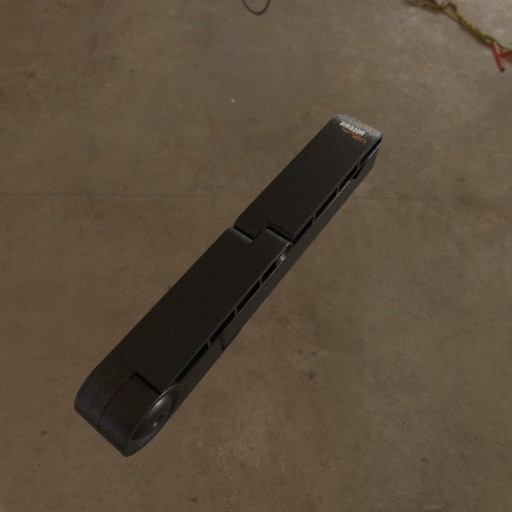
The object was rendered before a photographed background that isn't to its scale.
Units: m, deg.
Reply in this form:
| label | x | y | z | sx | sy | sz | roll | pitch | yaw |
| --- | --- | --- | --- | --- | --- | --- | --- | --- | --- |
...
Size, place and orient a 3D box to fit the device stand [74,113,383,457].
| label | x | y | z | sx | sy | sz | roll | pitch | yaw |
| --- | --- | --- | --- | --- | --- | --- | --- | --- | --- |
| device stand | 0.000 | 0.000 | 0.190 | 0.026 | 0.030 | 0.179 | 33 | 65 | 18 |
